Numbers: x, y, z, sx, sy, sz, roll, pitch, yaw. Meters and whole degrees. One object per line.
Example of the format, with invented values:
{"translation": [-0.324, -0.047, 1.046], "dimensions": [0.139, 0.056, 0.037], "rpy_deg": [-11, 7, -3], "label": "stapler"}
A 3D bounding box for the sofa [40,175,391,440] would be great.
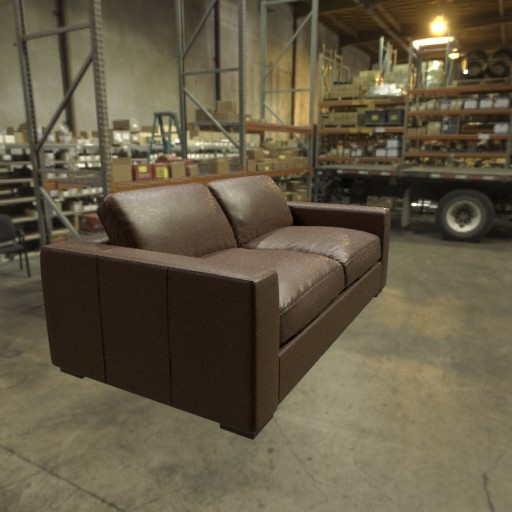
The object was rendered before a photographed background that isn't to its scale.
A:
{"translation": [0.000, 0.000, 2.455], "dimensions": [1.070, 0.800, 1.920], "rpy_deg": [8, 16, 28], "label": "sofa"}
